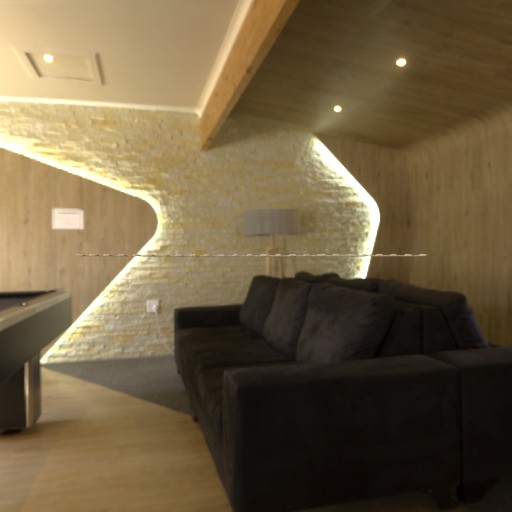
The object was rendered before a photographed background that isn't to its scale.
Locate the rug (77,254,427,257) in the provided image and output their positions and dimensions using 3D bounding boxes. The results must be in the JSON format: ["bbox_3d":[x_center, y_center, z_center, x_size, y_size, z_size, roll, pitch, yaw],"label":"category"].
[{"bbox_3d":[0.000,0.000,2.569,1.222,0.009,2.084,0,0,1],"label":"rug"}]
